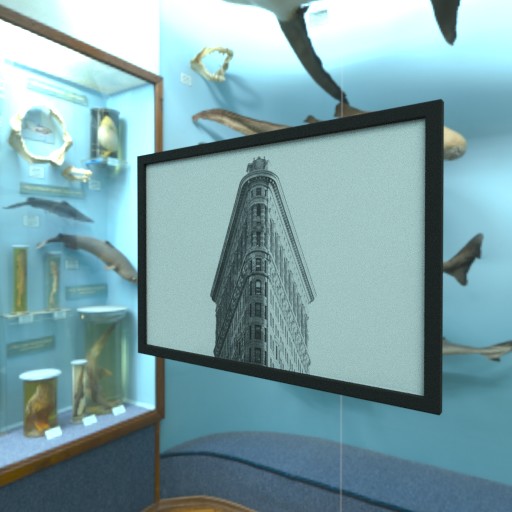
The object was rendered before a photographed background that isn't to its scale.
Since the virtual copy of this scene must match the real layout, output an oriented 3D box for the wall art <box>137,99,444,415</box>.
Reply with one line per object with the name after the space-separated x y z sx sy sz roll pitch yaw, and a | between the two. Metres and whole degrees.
0.000 0.000 1.208 0.958 0.656 0.026 1 1 36 | wall art
